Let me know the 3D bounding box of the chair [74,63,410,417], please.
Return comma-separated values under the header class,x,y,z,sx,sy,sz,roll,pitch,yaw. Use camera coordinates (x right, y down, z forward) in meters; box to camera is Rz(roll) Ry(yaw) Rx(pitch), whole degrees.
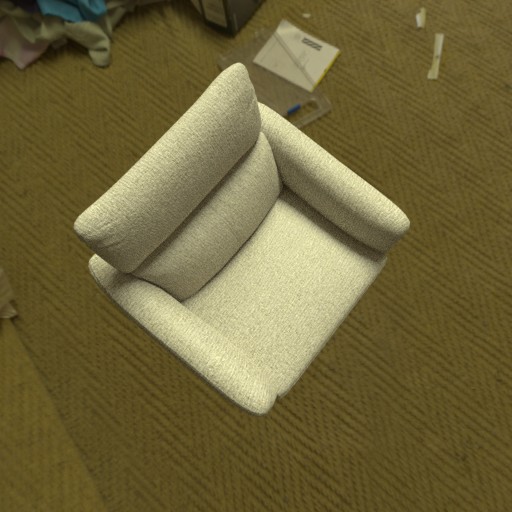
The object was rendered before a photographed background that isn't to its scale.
class,x,y,z,sx,sy,sz,roll,pitch,yaw
chair,0.000,0.000,1.719,0.835,0.967,0.972,38,78,10
